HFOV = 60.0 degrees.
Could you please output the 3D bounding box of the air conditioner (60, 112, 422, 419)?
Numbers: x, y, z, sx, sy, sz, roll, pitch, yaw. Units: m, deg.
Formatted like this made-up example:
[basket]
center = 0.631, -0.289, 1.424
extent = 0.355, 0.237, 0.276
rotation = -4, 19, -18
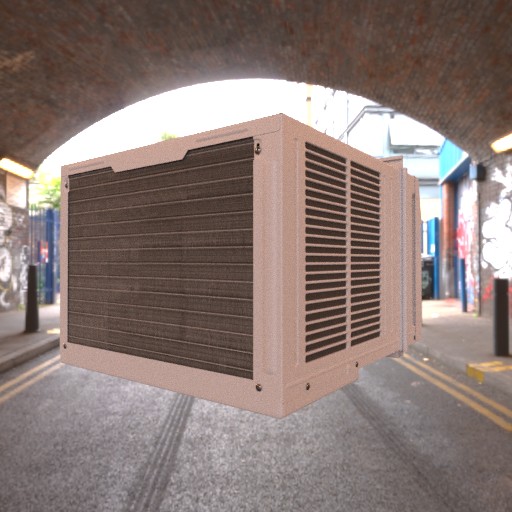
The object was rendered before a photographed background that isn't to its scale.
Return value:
[air conditioner]
center = 0.000, 0.000, 0.875
extent = 0.503, 0.388, 0.546
rotation = 0, -1, 37
